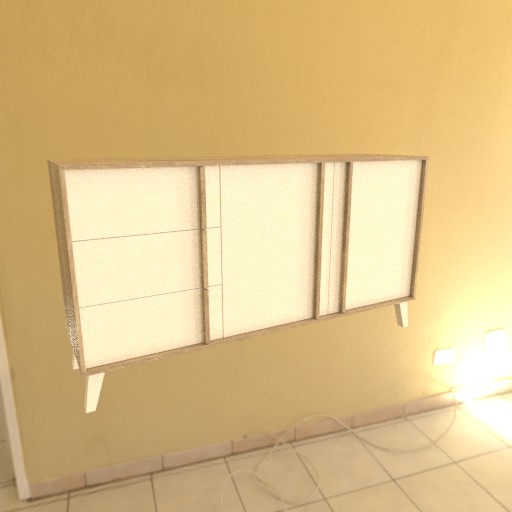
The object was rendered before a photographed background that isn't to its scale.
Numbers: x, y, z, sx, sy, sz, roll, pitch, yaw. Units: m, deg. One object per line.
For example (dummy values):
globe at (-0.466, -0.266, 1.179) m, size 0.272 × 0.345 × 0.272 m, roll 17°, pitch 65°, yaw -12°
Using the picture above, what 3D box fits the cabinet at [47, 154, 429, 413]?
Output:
cabinet at (0.000, 0.000, 2.008) m, size 1.600 × 0.870 × 0.450 m, roll -8°, pitch 17°, yaw -28°
